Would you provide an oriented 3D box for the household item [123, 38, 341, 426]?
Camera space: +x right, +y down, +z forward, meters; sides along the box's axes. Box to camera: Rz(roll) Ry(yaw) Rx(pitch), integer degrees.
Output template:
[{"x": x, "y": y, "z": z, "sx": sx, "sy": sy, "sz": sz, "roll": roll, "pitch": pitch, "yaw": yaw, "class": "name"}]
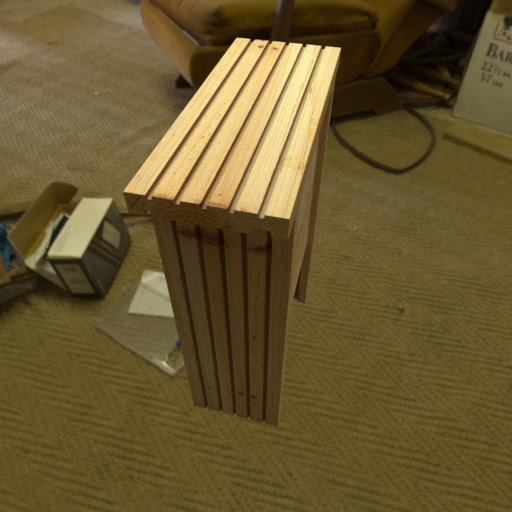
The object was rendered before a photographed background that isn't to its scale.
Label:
[{"x": 0.000, "y": 0.000, "z": 0.556, "sx": 0.123, "sy": 0.407, "sz": 0.301, "roll": 10, "pitch": 47, "yaw": 10, "class": "household item"}]
